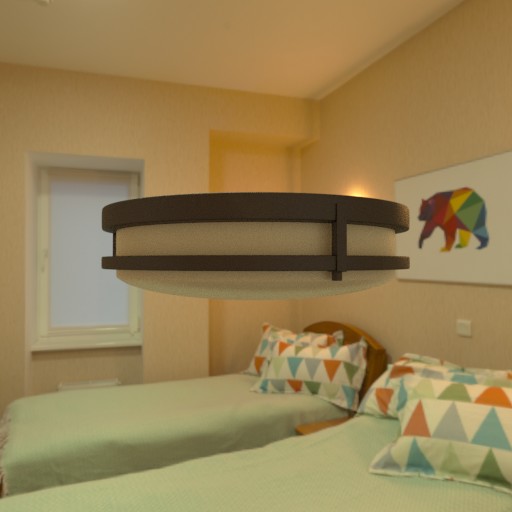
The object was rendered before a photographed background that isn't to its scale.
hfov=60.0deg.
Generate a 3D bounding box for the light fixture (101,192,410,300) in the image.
[{"bbox_3d":[0.000,0.000,0.540,0.356,0.102,0.356,0,-1,0],"label":"light fixture"}]
